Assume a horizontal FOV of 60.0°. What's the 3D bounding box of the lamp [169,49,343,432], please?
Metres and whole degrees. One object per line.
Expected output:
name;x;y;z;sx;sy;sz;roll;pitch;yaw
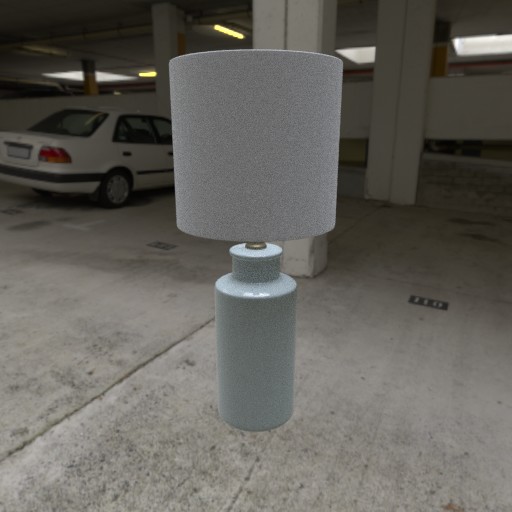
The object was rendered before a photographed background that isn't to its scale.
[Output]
lamp;0.000;0.000;0.616;0.212;0.493;0.212;8;18;26
